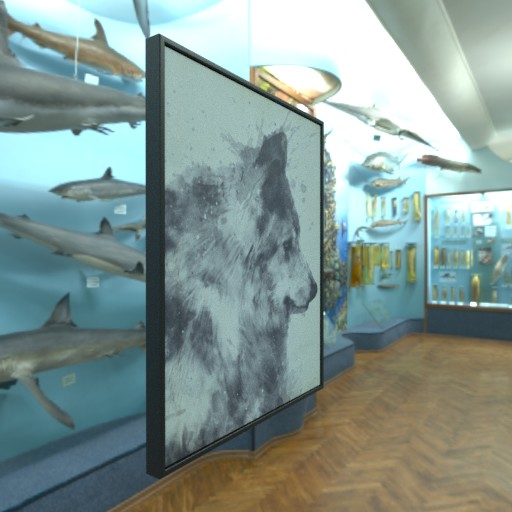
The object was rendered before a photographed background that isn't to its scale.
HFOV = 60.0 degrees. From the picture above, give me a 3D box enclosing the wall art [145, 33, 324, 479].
[{"bbox_3d":[0.000,0.000,0.739,0.028,0.551,0.451,0,1,35],"label":"wall art"}]
